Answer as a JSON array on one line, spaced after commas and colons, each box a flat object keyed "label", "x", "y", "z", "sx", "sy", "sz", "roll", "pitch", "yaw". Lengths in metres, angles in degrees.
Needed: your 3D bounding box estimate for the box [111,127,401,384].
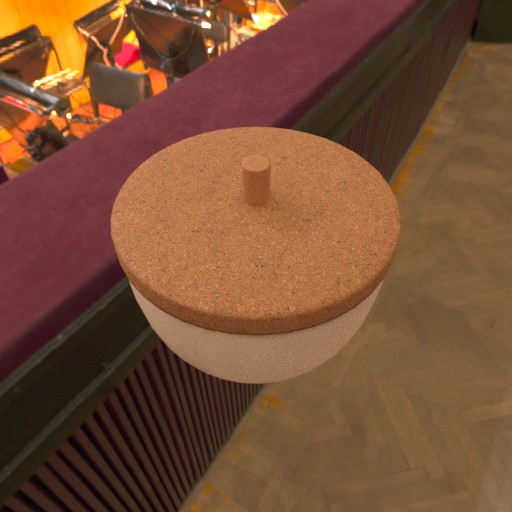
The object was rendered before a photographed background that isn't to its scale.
[{"label": "box", "x": 0.000, "y": 0.000, "z": 0.188, "sx": 0.107, "sy": 0.094, "sz": 0.107, "roll": 0, "pitch": 47, "yaw": 0}]
